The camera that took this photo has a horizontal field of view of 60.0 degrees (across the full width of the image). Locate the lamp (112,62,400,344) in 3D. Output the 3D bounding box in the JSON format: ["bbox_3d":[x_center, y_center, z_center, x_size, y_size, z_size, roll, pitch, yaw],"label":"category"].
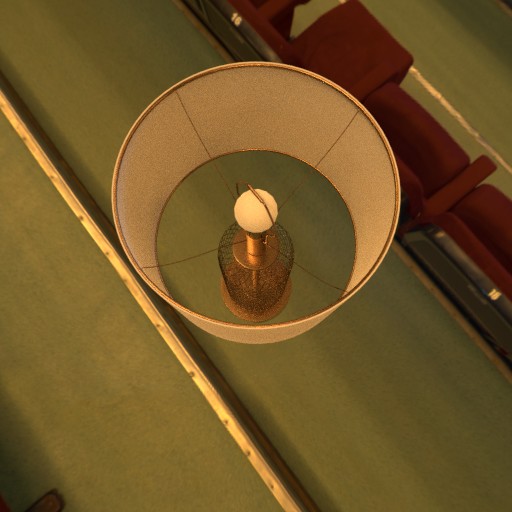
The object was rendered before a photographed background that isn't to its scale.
[{"bbox_3d":[0.000,0.000,0.620,0.252,0.483,0.252,-37,78,-9],"label":"lamp"}]
